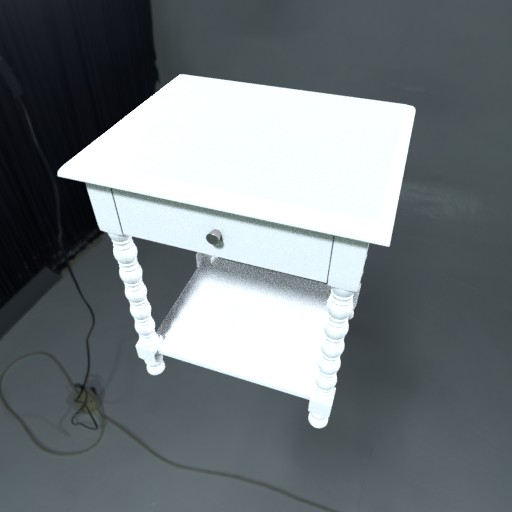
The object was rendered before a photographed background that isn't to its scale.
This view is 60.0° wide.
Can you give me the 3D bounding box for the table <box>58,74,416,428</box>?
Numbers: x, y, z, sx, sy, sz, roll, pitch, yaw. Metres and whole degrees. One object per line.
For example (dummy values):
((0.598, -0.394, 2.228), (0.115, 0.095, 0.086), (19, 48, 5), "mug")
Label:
((0.000, 0.000, 0.868), (0.460, 0.531, 0.381), (13, 44, 14), "table")
